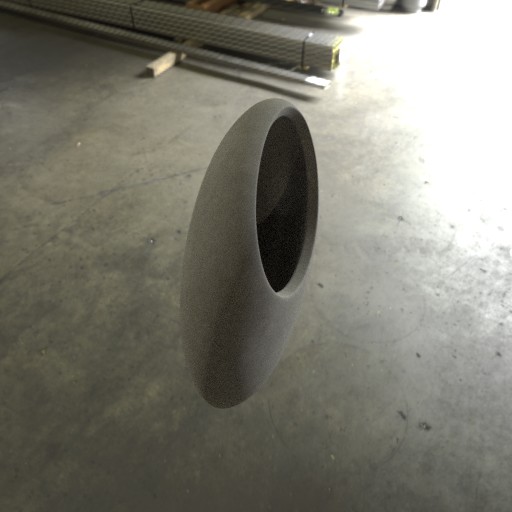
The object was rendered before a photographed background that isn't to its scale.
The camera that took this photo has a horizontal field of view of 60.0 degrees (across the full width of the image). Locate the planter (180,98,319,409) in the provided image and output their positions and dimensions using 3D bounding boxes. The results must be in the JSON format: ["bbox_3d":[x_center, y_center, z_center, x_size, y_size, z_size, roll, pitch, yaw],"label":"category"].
[{"bbox_3d":[0.000,0.000,0.280,0.071,0.188,0.185,10,46,10],"label":"planter"}]
